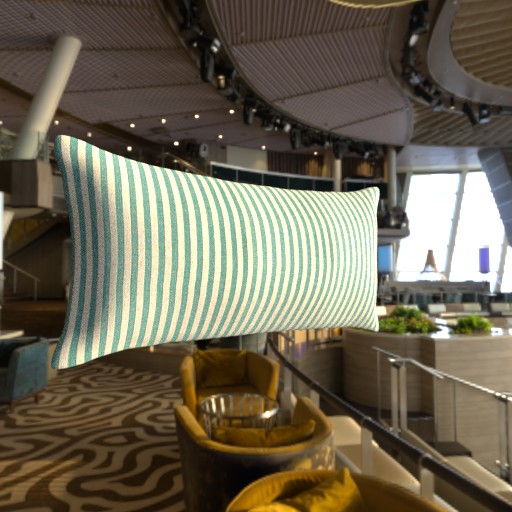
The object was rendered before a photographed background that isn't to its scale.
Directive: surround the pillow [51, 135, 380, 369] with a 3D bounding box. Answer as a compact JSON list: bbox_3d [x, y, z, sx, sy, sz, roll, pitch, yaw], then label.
[{"bbox_3d":[0.000,0.000,0.727,0.617,0.295,0.151,2,-3,-35],"label":"pillow"}]
